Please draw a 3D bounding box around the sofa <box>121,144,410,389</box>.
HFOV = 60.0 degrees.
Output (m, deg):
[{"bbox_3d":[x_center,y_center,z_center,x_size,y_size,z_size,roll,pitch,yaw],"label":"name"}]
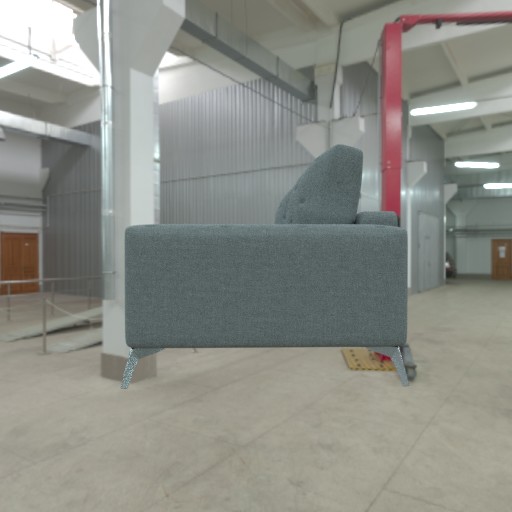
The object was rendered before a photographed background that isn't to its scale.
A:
[{"bbox_3d":[0.000,0.000,2.161,0.920,0.790,1.650,0,1,-2],"label":"sofa"}]
